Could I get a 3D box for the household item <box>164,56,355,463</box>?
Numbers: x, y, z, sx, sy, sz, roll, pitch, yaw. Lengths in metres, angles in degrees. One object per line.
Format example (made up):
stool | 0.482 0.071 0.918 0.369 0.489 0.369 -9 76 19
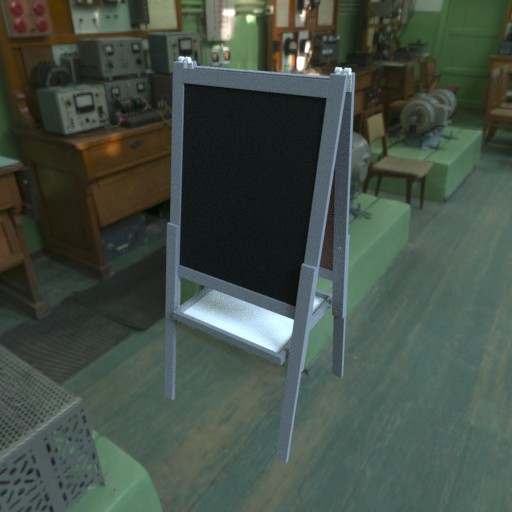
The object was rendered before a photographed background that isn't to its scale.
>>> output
household item | 0.000 0.000 1.453 0.531 1.172 0.469 17 34 28
